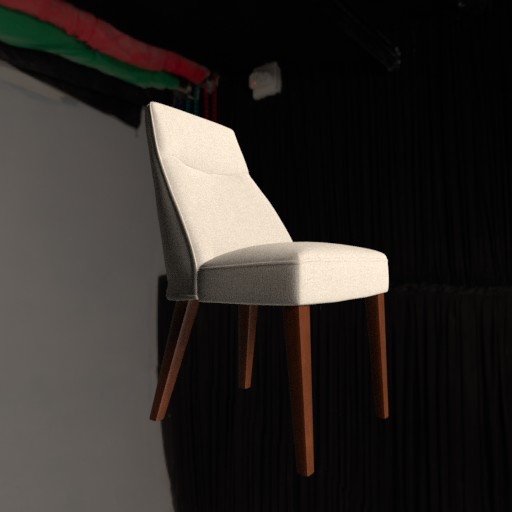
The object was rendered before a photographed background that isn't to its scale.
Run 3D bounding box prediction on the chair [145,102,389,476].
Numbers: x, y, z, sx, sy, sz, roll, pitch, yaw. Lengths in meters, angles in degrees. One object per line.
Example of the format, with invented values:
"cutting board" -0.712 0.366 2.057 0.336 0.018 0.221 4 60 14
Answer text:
"chair" 0.000 0.000 1.293 0.620 0.930 0.500 0 -1 38
